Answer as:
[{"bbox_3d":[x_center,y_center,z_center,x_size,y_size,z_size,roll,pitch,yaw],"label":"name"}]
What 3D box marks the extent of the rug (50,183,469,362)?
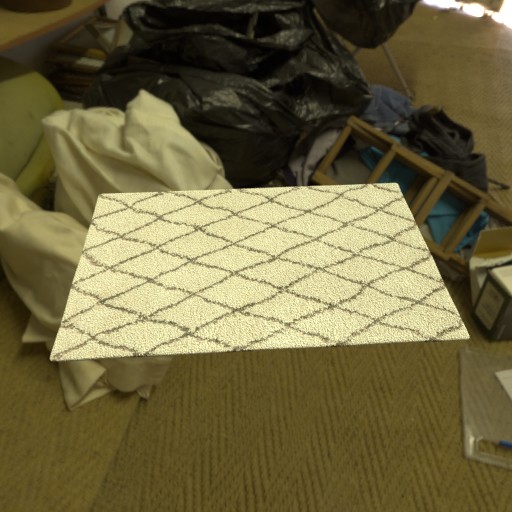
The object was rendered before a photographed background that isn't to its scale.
[{"bbox_3d":[0.000,0.000,3.089,2.438,0.030,1.524,-3,46,-2],"label":"rug"}]
